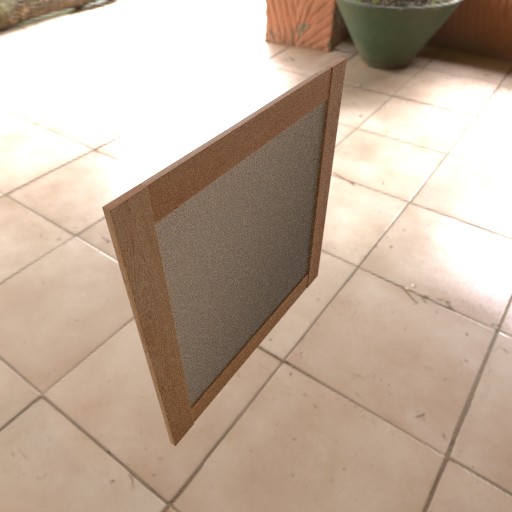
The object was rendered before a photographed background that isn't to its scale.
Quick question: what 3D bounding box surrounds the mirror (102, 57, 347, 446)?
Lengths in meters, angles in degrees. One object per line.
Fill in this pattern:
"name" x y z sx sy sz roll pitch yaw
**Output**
"mirror" 0.000 0.000 1.185 0.020 0.800 0.800 25 48 25
